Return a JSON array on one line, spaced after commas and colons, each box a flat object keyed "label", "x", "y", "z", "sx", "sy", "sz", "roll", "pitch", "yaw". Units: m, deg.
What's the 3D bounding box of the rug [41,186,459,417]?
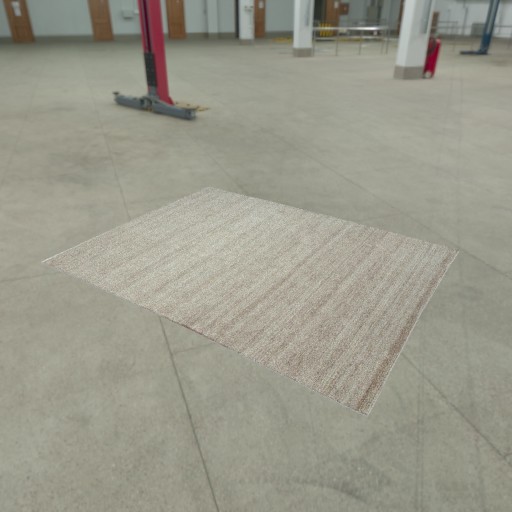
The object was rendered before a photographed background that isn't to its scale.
[{"label": "rug", "x": 0.000, "y": 0.000, "z": 4.228, "sx": 3.202, "sy": 0.045, "sz": 2.434, "roll": 18, "pitch": 34, "yaw": 29}]
